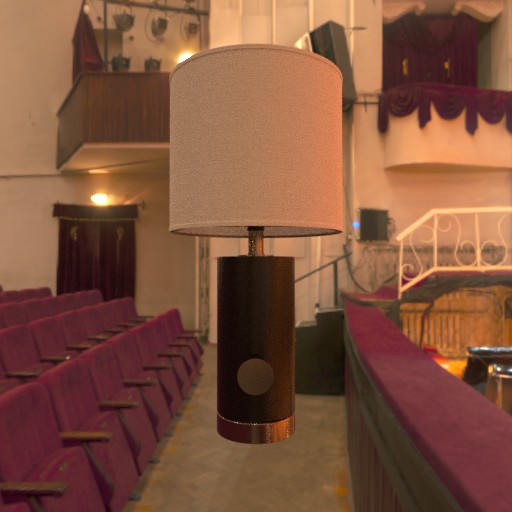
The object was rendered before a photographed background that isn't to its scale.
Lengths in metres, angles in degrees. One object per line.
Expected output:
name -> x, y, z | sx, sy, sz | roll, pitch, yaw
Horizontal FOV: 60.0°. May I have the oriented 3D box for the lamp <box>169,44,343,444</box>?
lamp -> 0.000, 0.000, 0.623 | 0.241, 0.482, 0.240 | 0, -1, 1
